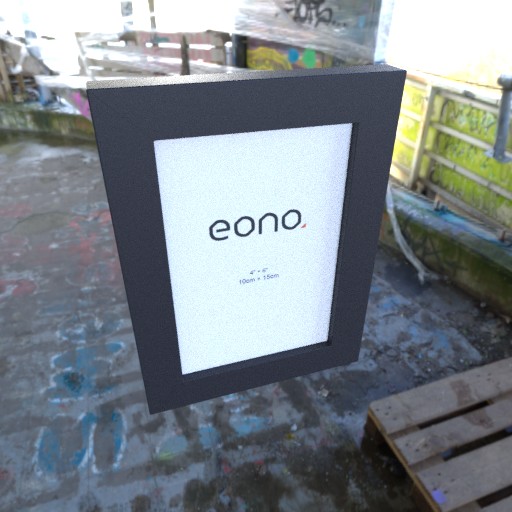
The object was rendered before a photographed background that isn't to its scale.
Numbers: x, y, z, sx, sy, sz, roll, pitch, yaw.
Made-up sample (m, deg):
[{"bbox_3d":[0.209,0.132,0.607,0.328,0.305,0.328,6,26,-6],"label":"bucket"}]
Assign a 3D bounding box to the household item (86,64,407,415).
[{"bbox_3d":[0.000,0.000,0.230,0.133,0.178,0.022,-10,34,-15],"label":"household item"}]
